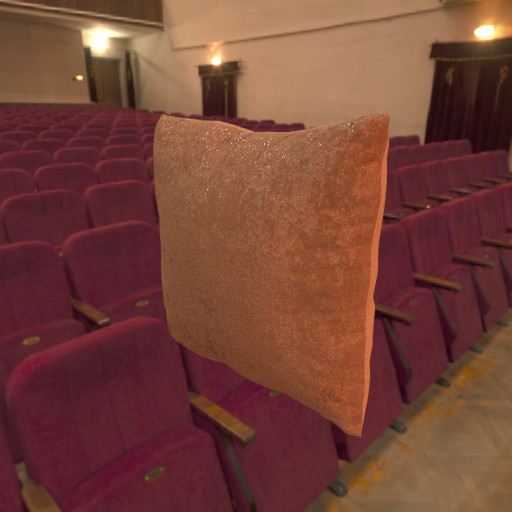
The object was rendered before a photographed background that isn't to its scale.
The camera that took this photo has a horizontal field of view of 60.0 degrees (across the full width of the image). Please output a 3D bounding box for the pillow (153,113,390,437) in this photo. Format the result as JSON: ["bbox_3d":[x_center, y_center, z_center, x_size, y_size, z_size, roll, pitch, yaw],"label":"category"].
[{"bbox_3d":[0.000,0.000,0.729,0.450,0.448,0.245,17,25,42],"label":"pillow"}]
